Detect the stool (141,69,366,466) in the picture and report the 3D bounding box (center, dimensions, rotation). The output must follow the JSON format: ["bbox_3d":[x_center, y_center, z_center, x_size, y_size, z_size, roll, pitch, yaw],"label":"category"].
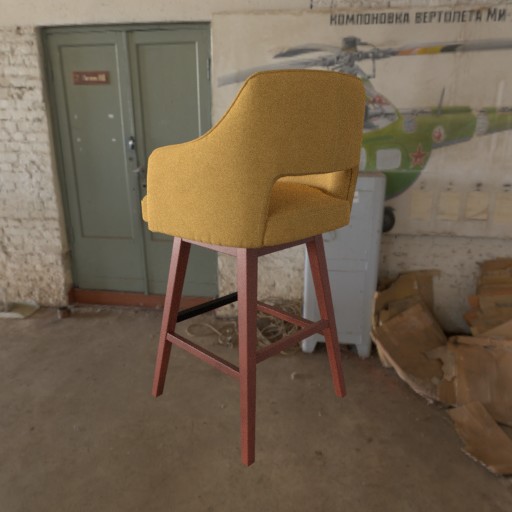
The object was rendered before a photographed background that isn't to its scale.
[{"bbox_3d":[0.000,0.000,1.359,0.558,1.012,0.548,16,23,43],"label":"stool"}]
